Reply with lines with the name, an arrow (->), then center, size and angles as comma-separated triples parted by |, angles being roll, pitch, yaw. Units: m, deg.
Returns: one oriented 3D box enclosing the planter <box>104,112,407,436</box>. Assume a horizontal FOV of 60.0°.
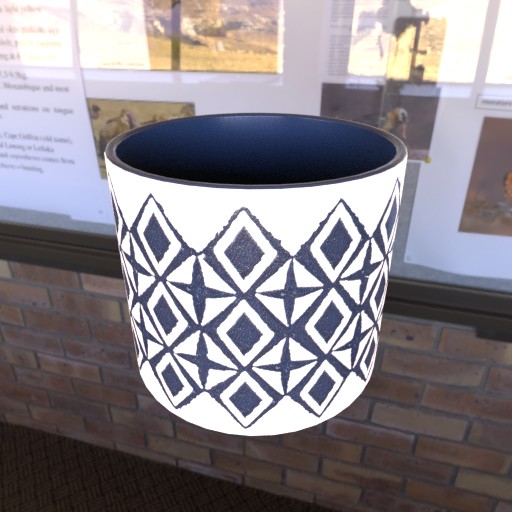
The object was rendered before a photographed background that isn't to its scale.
planter -> 0.000, 0.000, 0.314 | 0.182, 0.165, 0.182 | 0, 28, 0
